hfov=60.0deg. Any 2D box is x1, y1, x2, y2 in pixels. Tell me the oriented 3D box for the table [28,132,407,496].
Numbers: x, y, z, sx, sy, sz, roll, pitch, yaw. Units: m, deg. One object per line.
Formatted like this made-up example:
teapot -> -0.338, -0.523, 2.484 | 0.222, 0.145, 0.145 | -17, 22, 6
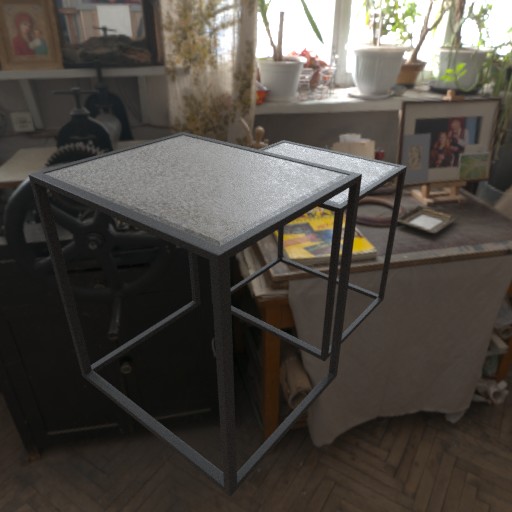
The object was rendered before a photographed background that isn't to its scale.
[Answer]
table -> 0.000, 0.000, 1.128 | 0.508, 0.540, 0.788 | 22, 37, 33
